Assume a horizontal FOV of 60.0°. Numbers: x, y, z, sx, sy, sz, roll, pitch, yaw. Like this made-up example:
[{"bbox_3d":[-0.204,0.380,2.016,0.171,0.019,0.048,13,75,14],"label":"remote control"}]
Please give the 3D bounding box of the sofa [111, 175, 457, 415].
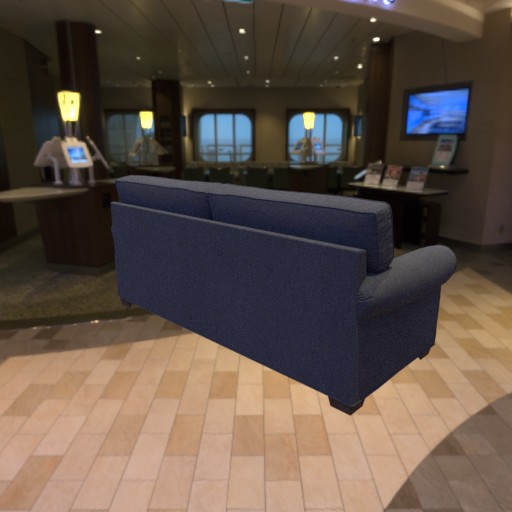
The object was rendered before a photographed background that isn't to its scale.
[{"bbox_3d":[0.000,0.000,3.032,2.391,1.026,0.954,14,20,42],"label":"sofa"}]
